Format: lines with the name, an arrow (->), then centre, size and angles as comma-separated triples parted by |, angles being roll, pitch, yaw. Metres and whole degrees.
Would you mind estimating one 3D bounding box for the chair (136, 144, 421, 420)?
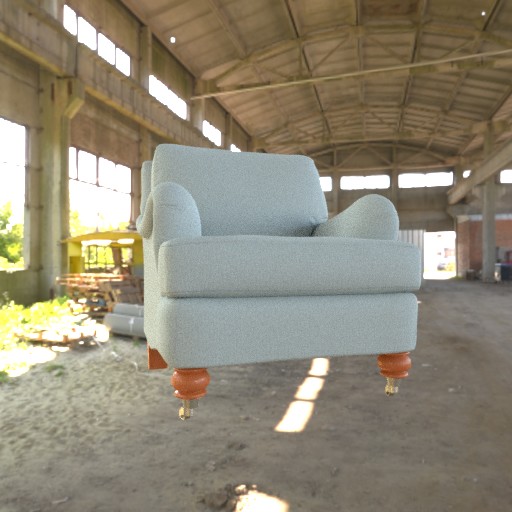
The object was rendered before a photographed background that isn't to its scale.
chair -> 0.000, 0.000, 1.895 | 0.955, 1.038, 1.070 | 0, -1, -19
